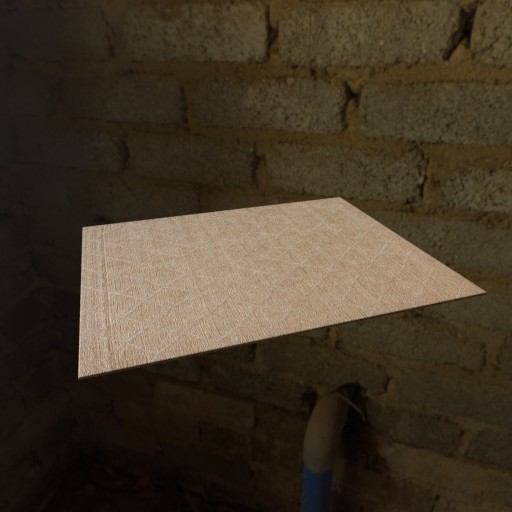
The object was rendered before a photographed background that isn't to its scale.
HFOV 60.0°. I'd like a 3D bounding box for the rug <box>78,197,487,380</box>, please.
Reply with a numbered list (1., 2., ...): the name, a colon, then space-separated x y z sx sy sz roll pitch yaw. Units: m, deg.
1. rug: 0.000 0.000 4.087 3.039 0.019 2.420 -9 28 -17
